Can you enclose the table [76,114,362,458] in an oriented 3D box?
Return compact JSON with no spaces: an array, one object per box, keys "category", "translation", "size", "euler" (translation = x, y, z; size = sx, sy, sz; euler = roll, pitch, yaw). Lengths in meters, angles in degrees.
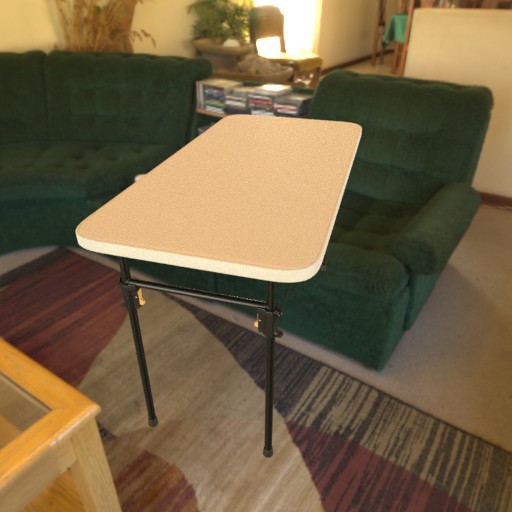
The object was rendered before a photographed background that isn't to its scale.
[{"category":"table","translation":[0.000,0.000,1.670],"size":[0.610,0.729,1.219],"euler":[9,33,14]}]
